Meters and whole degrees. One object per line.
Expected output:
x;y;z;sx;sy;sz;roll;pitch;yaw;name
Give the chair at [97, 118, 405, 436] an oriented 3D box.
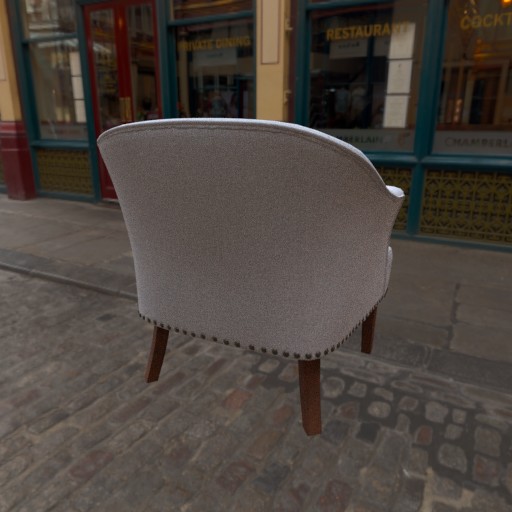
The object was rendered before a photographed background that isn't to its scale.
0.000;0.000;1.395;0.798;0.815;0.704;8;18;27;chair
